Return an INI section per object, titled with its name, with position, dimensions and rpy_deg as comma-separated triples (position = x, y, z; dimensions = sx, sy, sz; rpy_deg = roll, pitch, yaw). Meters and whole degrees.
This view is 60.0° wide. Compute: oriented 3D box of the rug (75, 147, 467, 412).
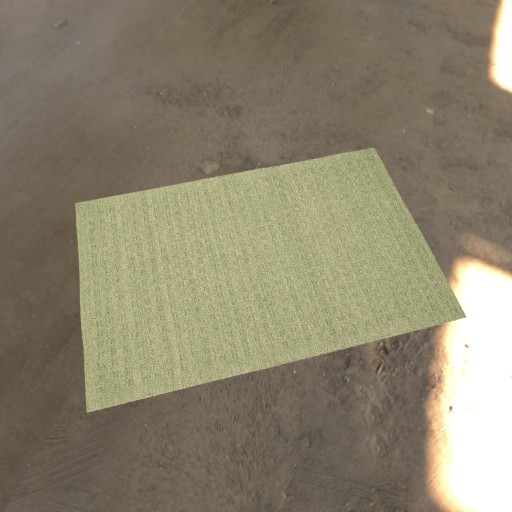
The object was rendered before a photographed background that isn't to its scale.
[rug]
position = 0.000, 0.000, 2.244
dimensions = 1.747, 0.006, 1.143
rpy_deg = -12, 59, -8
